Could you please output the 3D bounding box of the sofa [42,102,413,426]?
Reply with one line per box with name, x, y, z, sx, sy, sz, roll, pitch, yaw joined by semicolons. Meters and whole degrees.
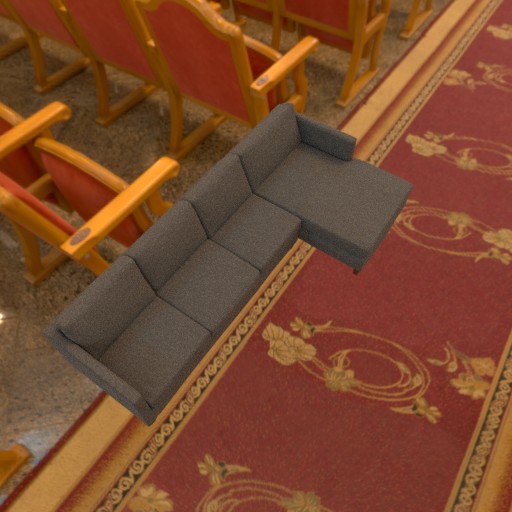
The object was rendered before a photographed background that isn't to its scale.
sofa;0.000;0.000;3.896;1.625;0.846;3.186;30;61;19
